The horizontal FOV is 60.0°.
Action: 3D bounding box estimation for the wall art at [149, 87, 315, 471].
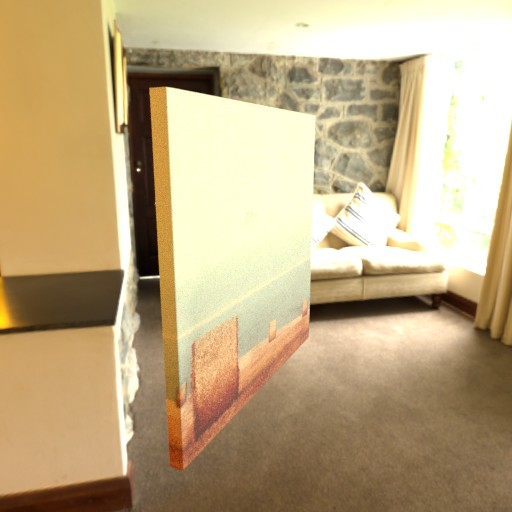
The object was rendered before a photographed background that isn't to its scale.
[{"bbox_3d":[0.000,0.000,0.938,0.034,0.605,0.605,7,15,26],"label":"wall art"}]
